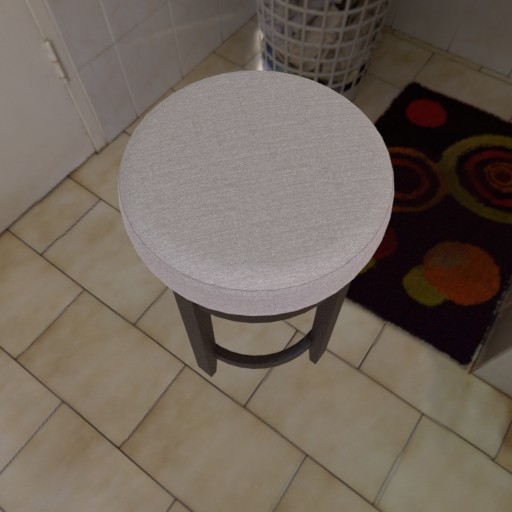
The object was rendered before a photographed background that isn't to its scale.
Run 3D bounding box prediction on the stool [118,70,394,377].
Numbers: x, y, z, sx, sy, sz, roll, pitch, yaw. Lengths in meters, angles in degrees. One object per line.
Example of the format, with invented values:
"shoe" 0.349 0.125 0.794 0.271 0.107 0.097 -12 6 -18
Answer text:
"stool" 0.000 0.000 0.962 0.443 0.672 0.443 0 63 0
